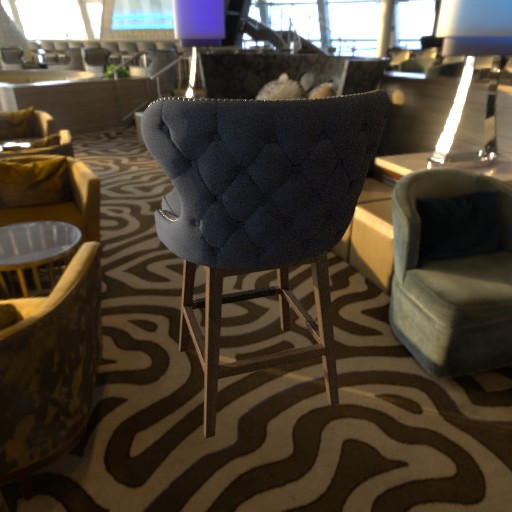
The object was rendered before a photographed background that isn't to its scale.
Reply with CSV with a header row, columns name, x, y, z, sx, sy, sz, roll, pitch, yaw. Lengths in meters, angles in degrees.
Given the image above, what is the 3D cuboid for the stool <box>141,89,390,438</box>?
name,x,y,z,sx,sy,sz,roll,pitch,yaw
stool,0.000,0.000,1.347,0.615,0.972,0.597,-8,27,-17
